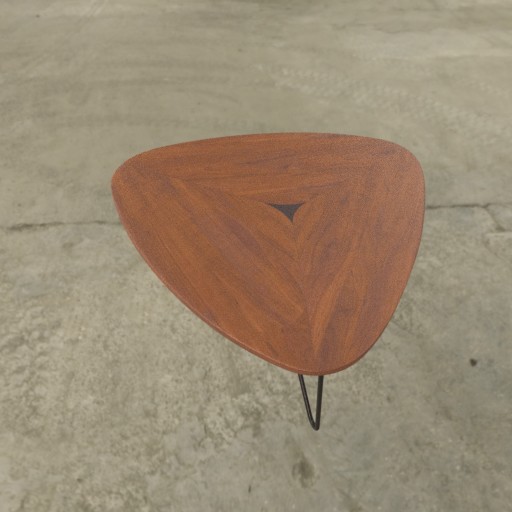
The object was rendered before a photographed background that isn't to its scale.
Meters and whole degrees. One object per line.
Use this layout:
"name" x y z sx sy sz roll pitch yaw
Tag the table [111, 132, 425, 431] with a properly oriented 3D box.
"table" 0.000 0.000 1.281 0.821 0.413 0.833 17 48 16
